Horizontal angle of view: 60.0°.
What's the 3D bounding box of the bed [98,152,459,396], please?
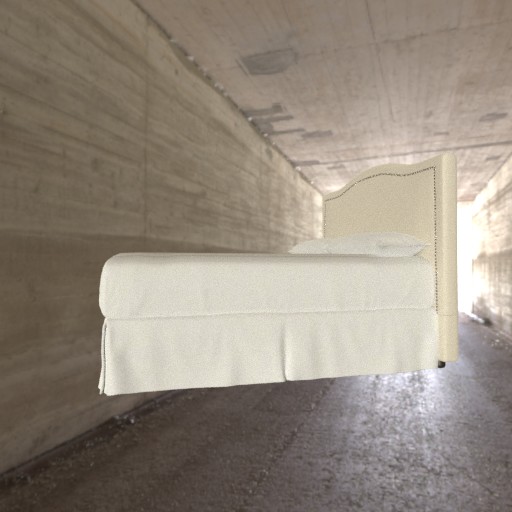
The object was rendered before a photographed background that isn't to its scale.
[{"bbox_3d":[0.000,0.000,3.297,2.143,1.460,1.753,0,-1,-17],"label":"bed"}]
